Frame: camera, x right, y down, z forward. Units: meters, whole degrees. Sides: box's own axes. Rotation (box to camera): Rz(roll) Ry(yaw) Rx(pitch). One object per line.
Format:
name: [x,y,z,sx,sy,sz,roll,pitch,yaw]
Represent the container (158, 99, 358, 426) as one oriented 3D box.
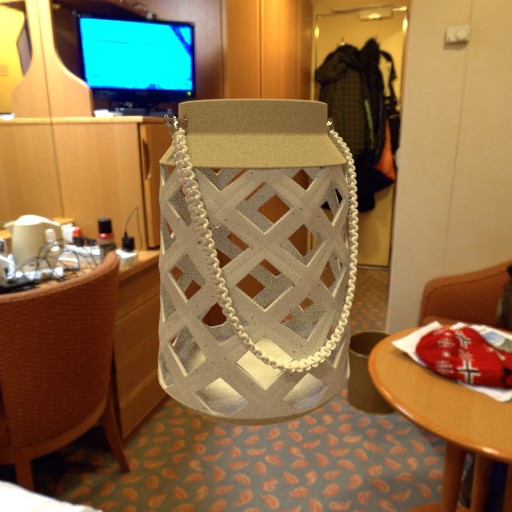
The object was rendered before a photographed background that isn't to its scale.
container: [0.000,0.000,0.407,0.188,0.264,0.198,-8,17,-27]
